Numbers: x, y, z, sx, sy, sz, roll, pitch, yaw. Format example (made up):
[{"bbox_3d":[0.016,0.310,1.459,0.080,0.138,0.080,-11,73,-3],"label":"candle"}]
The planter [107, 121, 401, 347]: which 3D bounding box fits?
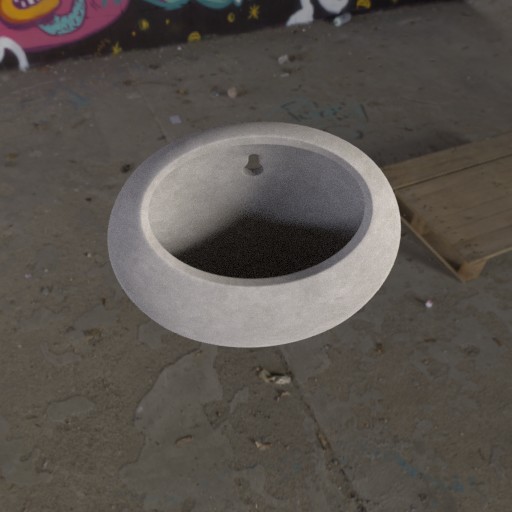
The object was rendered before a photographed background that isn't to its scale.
[{"bbox_3d":[0.000,0.000,0.288,0.185,0.188,0.071,-2,46,-2],"label":"planter"}]
